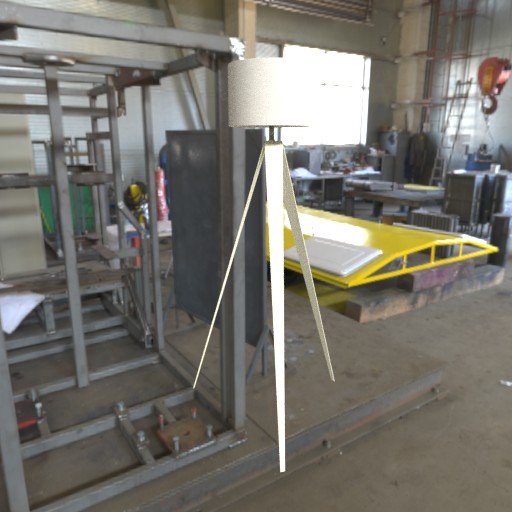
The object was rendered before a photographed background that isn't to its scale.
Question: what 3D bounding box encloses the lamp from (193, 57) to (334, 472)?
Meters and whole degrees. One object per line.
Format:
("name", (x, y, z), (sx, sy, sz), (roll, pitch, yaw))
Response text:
("lamp", (0.000, 0.000, 1.893), (0.716, 1.524, 0.724), (3, 15, 10))
